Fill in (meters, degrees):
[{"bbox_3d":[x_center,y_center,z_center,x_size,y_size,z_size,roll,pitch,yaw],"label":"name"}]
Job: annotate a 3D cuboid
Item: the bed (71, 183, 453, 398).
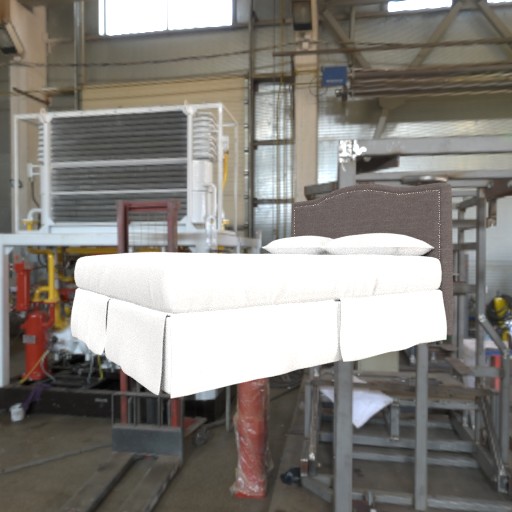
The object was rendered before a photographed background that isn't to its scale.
[{"bbox_3d":[0.000,0.000,3.882,2.689,1.457,2.161,-1,1,-35],"label":"bed"}]
